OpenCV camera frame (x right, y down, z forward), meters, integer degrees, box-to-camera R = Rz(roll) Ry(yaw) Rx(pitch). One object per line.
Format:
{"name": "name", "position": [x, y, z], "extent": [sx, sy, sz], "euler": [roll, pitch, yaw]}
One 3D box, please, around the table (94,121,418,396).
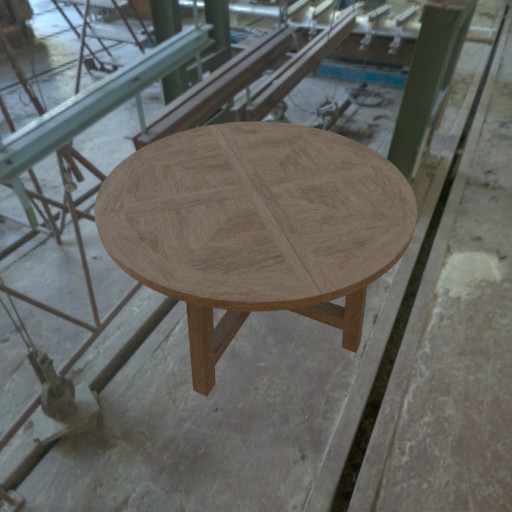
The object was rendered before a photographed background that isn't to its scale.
{"name": "table", "position": [0.000, 0.000, 2.124], "extent": [1.319, 0.762, 1.319], "euler": [0, 41, 0]}
